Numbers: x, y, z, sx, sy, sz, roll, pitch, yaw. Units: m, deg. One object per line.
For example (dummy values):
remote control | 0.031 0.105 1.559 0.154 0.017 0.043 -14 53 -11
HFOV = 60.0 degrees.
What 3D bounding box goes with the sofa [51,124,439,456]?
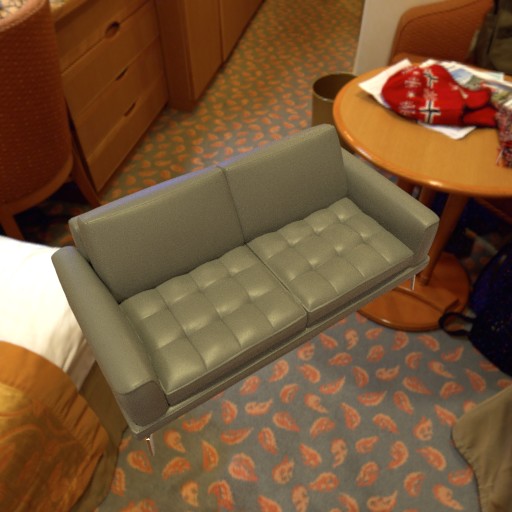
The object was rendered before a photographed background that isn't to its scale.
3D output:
sofa | 0.000 0.000 2.757 2.177 0.930 1.121 -26 52 -22
